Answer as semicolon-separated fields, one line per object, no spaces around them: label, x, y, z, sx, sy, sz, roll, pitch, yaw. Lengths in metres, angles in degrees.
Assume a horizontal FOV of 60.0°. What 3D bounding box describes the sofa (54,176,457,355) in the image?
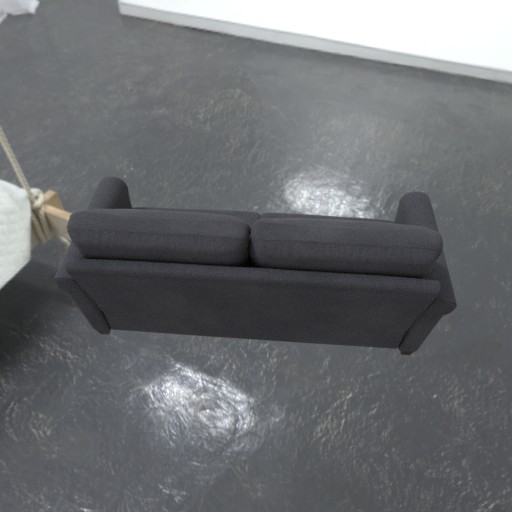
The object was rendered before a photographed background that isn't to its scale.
sofa;0.000;0.000;2.407;1.935;0.942;0.842;3;47;3
